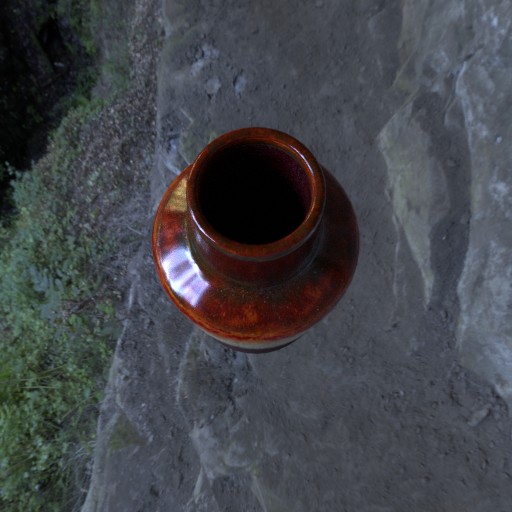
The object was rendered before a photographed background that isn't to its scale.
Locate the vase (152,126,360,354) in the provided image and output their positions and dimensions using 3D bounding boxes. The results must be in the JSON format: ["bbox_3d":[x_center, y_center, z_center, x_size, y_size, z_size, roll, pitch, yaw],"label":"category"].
[{"bbox_3d":[0.000,0.000,0.266,0.108,0.204,0.108,0,75,0],"label":"vase"}]
